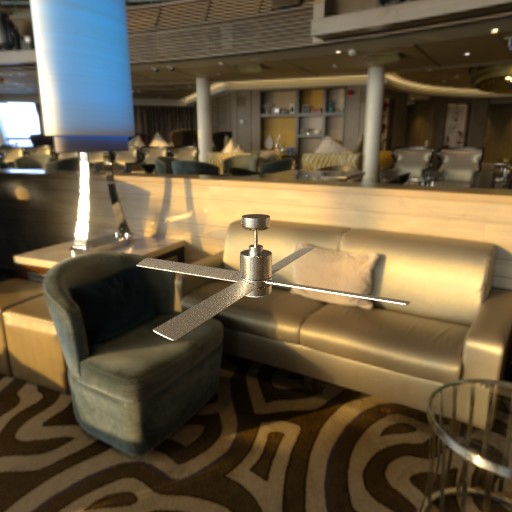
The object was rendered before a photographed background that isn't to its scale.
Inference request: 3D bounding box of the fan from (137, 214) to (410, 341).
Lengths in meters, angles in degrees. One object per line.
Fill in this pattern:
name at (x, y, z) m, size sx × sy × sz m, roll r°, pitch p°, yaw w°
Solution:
fan at (0.000, 0.000, 1.960) m, size 1.322 × 0.355 × 1.322 m, roll 7°, pitch 17°, yaw 26°
